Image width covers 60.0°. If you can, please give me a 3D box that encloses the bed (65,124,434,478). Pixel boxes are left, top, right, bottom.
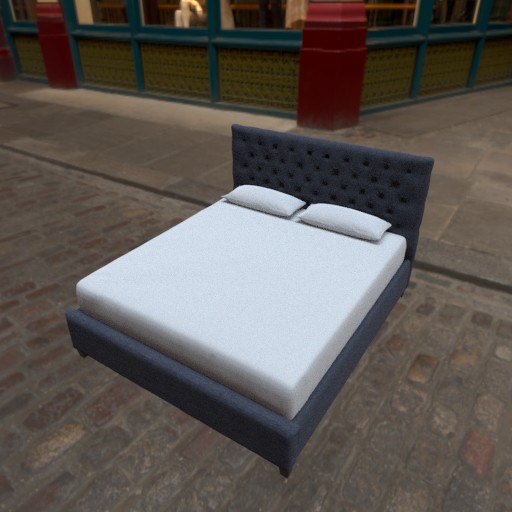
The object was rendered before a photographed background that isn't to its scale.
[{"bbox_3d":[0.000,0.000,3.698,2.078,1.427,2.387,18,35,28],"label":"bed"}]
